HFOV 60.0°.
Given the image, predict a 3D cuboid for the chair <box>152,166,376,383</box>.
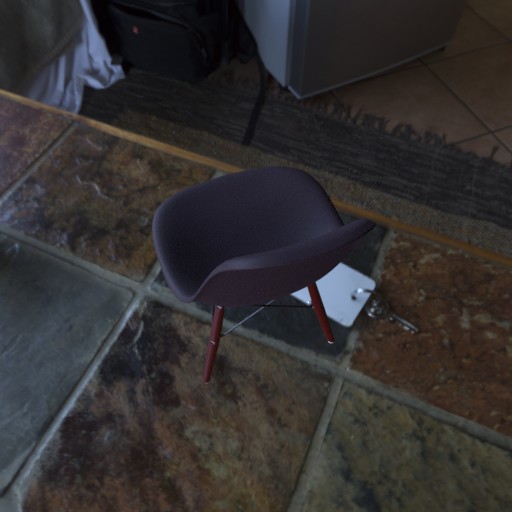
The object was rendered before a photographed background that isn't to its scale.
[{"bbox_3d":[0.000,0.000,1.127,0.470,0.826,0.533,-17,60,-10],"label":"chair"}]
